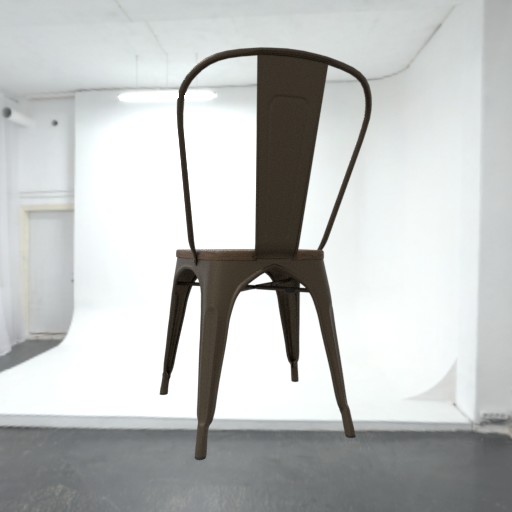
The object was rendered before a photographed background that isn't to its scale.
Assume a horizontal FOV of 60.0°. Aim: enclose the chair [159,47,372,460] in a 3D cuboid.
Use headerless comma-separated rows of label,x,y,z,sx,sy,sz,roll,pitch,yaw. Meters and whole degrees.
chair,0.000,0.000,1.150,0.451,0.844,0.532,0,2,-17
